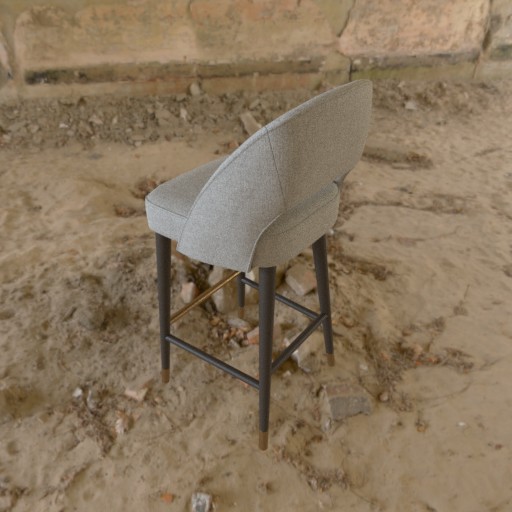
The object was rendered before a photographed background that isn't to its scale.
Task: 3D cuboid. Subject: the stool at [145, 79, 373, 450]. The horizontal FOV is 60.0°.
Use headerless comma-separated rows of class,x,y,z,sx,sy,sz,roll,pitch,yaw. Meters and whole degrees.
stool,0.000,0.000,1.316,0.509,1.037,0.494,23,40,30
